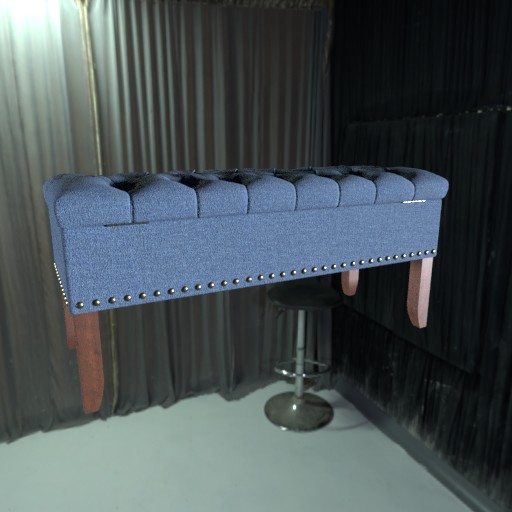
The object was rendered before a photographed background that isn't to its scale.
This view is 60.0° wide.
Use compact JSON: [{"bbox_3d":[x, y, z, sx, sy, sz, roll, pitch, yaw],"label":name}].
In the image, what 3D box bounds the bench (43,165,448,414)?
[{"bbox_3d":[0.000,0.000,1.268,1.052,0.492,0.417,-7,16,-27],"label":"bench"}]
